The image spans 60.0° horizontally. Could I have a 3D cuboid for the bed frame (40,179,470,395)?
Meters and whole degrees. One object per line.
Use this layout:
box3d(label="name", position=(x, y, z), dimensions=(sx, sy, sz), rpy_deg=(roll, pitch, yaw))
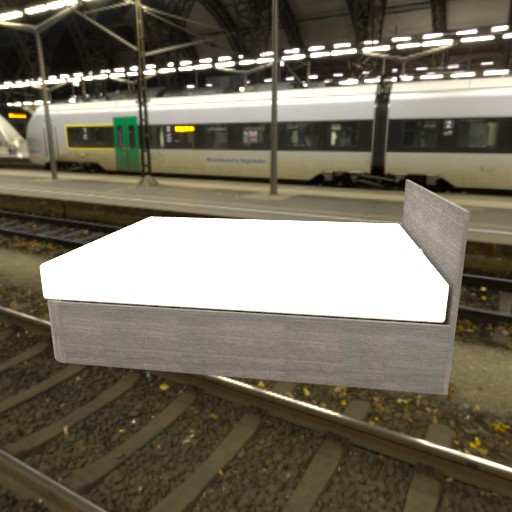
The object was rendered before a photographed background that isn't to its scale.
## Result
box3d(label="bed frame", position=(0.000, 0.000, 2.626), dimensions=(1.900, 0.800, 1.400), rpy_deg=(2, 15, 9))
